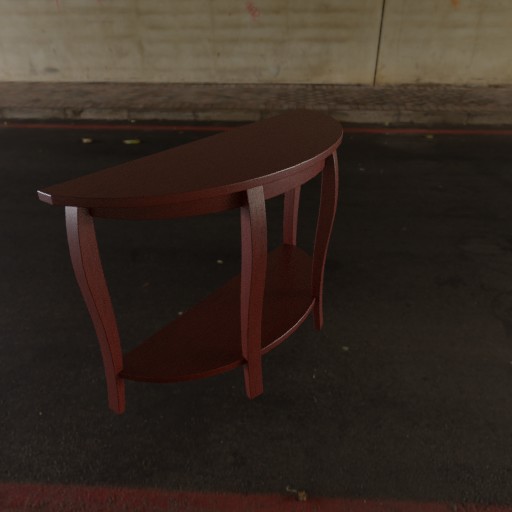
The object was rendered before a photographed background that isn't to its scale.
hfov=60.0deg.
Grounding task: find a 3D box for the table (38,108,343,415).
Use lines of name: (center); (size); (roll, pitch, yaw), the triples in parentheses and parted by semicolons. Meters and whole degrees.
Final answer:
table: (0.000, 0.000, 1.570); (0.405, 0.779, 1.219); (19, 34, 30)
